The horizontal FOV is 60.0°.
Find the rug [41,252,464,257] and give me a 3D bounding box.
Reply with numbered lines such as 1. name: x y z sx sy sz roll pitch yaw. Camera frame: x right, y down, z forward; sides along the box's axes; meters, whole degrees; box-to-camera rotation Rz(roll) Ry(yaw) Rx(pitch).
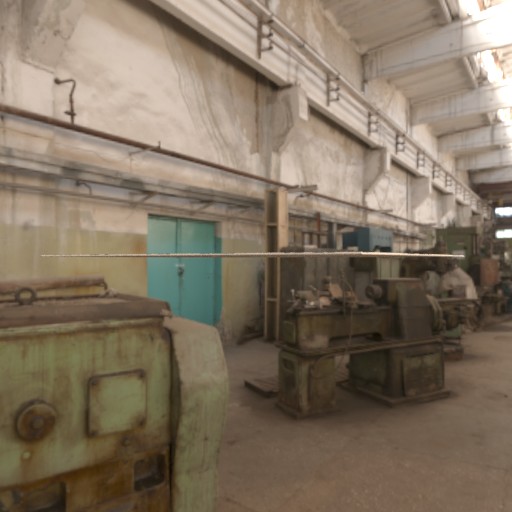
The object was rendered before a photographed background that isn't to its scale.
1. rug: 0.000 0.000 4.046 3.040 0.014 2.423 0 -1 36
